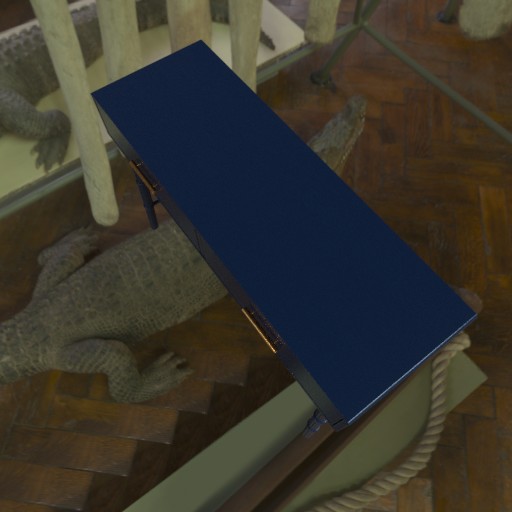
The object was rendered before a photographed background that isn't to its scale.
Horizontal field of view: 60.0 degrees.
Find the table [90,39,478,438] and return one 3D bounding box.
[{"bbox_3d":[0.000,0.000,1.459,0.399,0.749,1.118,-34,69,-15],"label":"table"}]
